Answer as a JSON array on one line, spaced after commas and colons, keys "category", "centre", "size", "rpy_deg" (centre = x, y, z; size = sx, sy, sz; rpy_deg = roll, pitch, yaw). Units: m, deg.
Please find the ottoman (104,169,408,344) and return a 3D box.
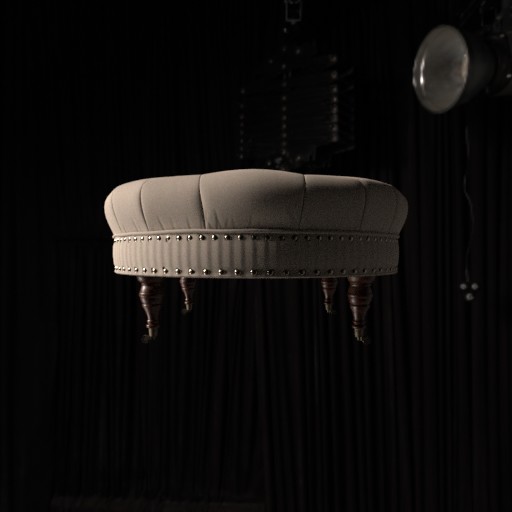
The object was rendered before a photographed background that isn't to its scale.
[{"category": "ottoman", "centre": [0.000, 0.000, 1.389], "size": [0.901, 0.439, 0.901], "rpy_deg": [0, 0, 0]}]
